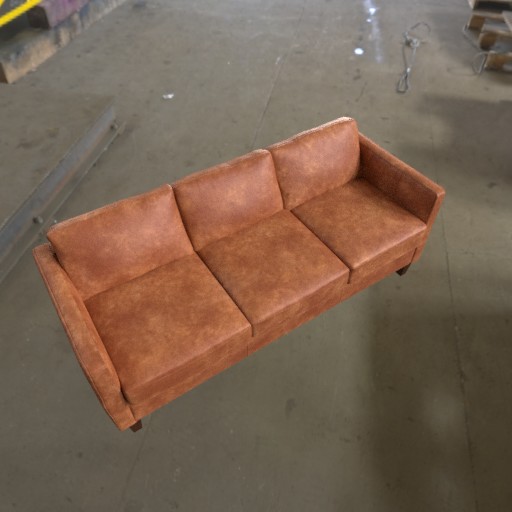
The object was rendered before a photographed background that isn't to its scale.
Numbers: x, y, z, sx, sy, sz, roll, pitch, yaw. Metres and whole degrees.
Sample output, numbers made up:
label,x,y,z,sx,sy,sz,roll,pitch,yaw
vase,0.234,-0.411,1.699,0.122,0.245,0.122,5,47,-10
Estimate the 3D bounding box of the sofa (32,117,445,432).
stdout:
label,x,y,z,sx,sy,sz,roll,pitch,yaw
sofa,0.000,0.000,2.955,2.464,1.006,1.045,-26,52,-22
